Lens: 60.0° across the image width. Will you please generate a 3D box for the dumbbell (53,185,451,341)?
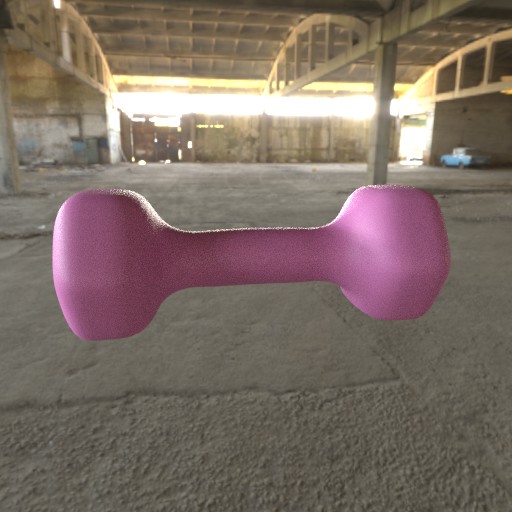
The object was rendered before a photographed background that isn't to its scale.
[{"bbox_3d":[0.000,0.000,0.190,0.159,0.058,0.064,-2,14,-9],"label":"dumbbell"}]
